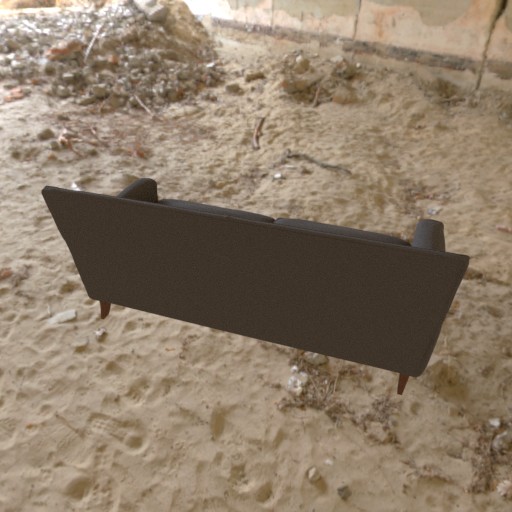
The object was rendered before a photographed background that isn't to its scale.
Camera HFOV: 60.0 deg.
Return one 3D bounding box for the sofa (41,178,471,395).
[{"bbox_3d":[0.000,0.000,2.509,2.002,0.907,0.843,11,35,16],"label":"sofa"}]
